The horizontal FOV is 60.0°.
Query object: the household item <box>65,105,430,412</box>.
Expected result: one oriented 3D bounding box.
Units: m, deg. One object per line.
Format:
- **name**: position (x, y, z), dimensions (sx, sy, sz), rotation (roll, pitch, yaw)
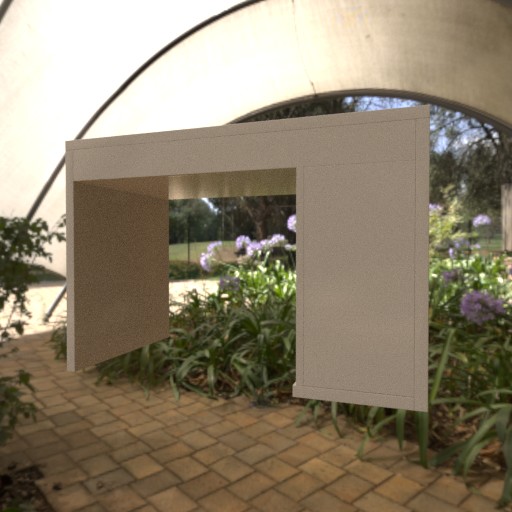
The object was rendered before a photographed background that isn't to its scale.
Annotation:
- **household item**: position (0.000, 0.000, 1.541), dimensions (1.100, 0.749, 0.597), rotation (0, 1, 19)
